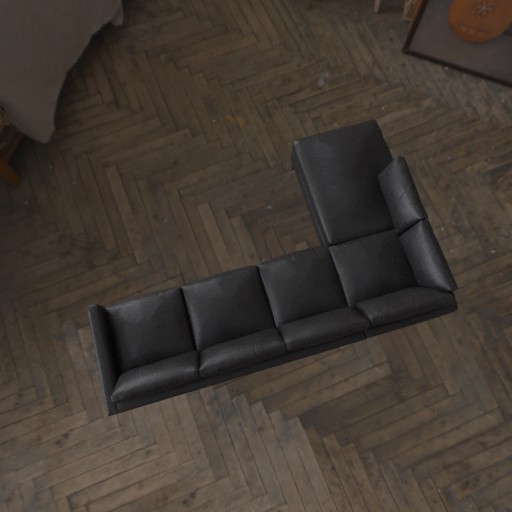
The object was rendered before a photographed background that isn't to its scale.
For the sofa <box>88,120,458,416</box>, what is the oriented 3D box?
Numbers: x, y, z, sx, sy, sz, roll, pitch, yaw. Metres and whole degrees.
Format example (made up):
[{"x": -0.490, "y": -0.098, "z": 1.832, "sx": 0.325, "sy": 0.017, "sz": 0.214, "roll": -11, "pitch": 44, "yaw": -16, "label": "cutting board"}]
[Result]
[{"x": 0.000, "y": 0.000, "z": 3.974, "sx": 2.984, "sy": 0.877, "sz": 1.938, "roll": -16, "pitch": 76, "yaw": -4, "label": "sofa"}]
